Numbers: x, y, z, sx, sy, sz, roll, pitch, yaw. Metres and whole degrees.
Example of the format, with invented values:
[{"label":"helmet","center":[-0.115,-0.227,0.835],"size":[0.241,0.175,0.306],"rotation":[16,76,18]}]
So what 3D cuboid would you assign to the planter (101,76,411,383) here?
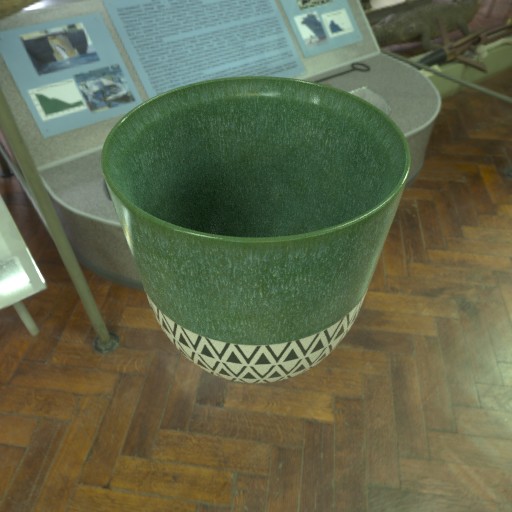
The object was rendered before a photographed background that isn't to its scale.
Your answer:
[{"label":"planter","center":[0.000,0.000,0.361],"size":[0.195,0.214,0.195],"rotation":[0,45,0]}]
